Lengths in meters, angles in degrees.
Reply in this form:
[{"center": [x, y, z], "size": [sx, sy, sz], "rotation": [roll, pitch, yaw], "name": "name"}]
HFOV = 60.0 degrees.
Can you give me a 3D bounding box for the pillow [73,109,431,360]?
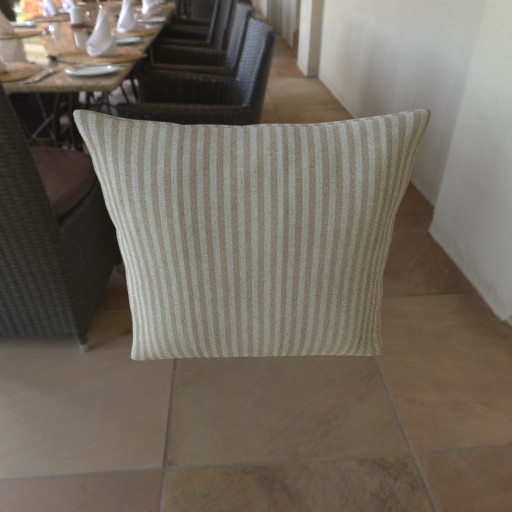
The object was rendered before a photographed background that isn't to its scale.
[{"center": [0.000, 0.000, 0.781], "size": [0.523, 0.510, 0.166], "rotation": [-1, 33, -1], "name": "pillow"}]
